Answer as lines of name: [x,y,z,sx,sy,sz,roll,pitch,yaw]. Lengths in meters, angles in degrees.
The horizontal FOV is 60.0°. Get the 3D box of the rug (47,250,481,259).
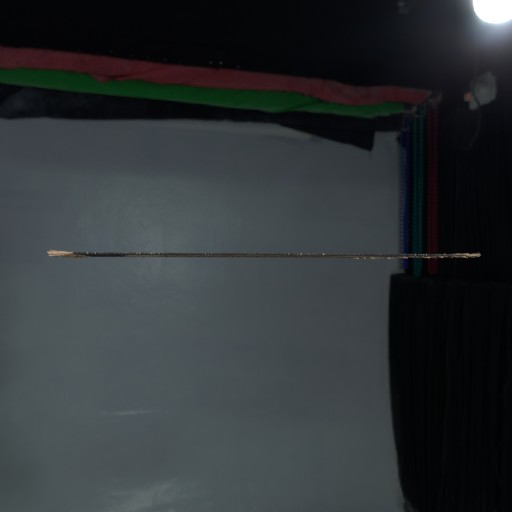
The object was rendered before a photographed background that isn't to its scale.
rug: [0.000,0.000,2.520,2.021,0.027,1.224,0,-1,-17]
